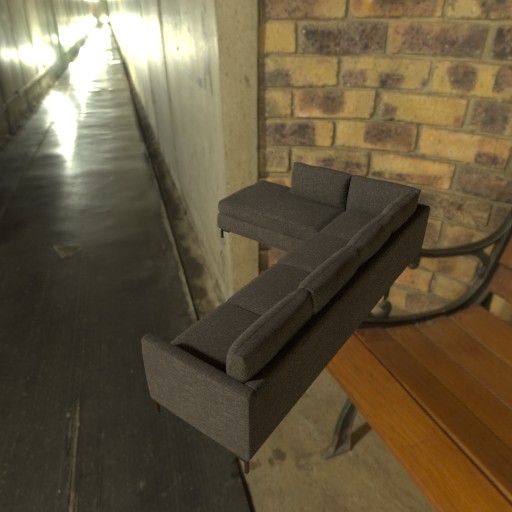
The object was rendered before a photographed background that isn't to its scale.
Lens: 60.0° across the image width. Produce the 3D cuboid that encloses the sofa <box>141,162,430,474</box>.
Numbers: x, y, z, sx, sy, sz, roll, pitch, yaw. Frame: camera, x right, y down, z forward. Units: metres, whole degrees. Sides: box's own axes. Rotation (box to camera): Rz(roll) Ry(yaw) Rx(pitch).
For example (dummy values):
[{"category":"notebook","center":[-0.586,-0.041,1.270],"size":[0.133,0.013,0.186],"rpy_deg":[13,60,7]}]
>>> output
[{"category":"sofa","center":[0.000,0.000,3.786],"size":[2.007,0.815,2.949],"rpy_deg":[20,36,30]}]
